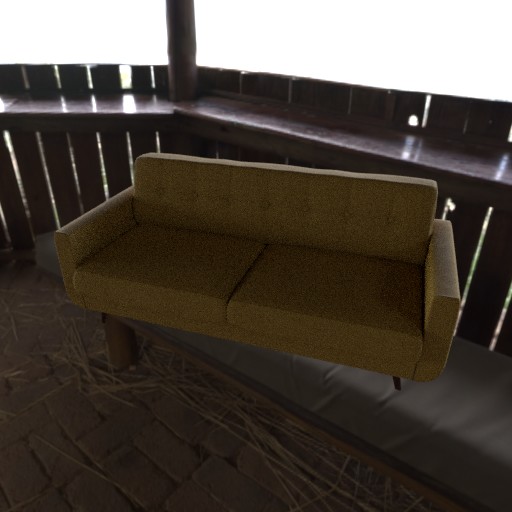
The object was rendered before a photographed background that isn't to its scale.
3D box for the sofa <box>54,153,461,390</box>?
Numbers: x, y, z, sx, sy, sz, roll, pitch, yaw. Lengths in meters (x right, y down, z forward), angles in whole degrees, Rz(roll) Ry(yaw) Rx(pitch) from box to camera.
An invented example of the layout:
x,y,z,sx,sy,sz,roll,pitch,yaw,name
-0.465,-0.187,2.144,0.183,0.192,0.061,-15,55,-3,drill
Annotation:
x,y,z,sx,sy,sz,roll,pitch,yaw,name
0.000,0.000,2.480,2.029,0.841,0.909,9,30,16,sofa
